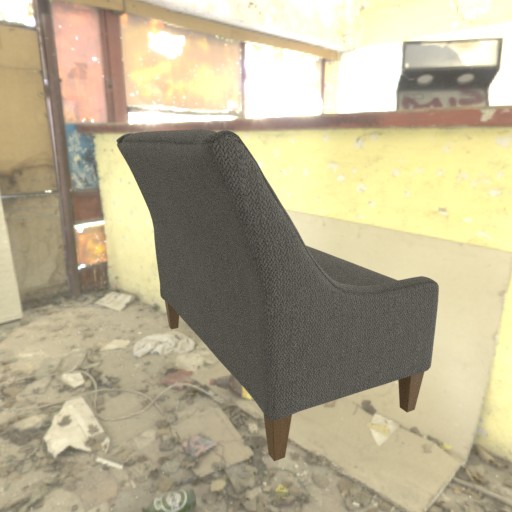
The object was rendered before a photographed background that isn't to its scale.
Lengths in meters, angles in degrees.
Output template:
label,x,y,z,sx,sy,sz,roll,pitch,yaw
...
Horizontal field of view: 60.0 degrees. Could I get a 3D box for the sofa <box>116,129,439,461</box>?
label,x,y,z,sx,sy,sz,roll,pitch,yaw
sofa,0.000,0.000,1.885,0.873,1.022,1.242,-8,17,-26
